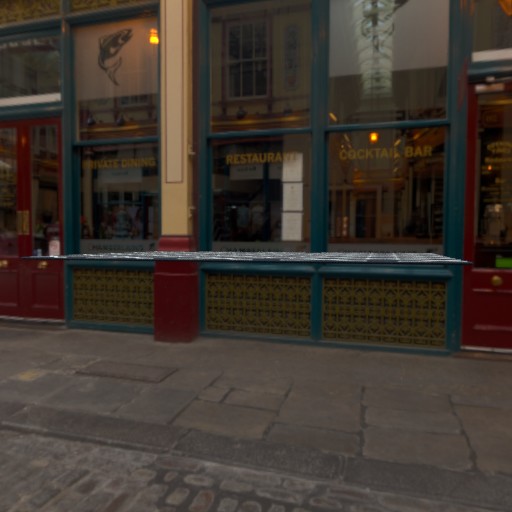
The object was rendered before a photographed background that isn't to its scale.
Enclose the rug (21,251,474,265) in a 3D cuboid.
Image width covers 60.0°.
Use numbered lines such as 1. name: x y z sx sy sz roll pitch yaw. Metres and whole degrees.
1. rug: 0.000 0.000 2.859 2.294 0.014 1.528 1 2 16
